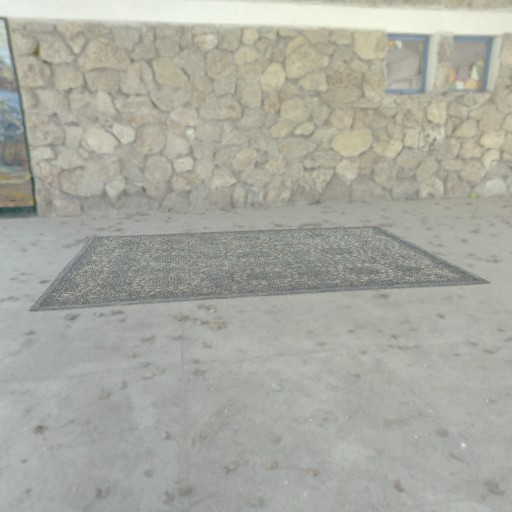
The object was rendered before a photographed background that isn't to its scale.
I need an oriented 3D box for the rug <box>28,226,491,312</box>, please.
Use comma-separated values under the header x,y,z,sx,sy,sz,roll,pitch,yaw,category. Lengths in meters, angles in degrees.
x,y,z,sx,sy,sz,roll,pitch,yaw,category
0.000,0.000,3.069,2.498,0.022,1.535,-3,16,-9,rug
